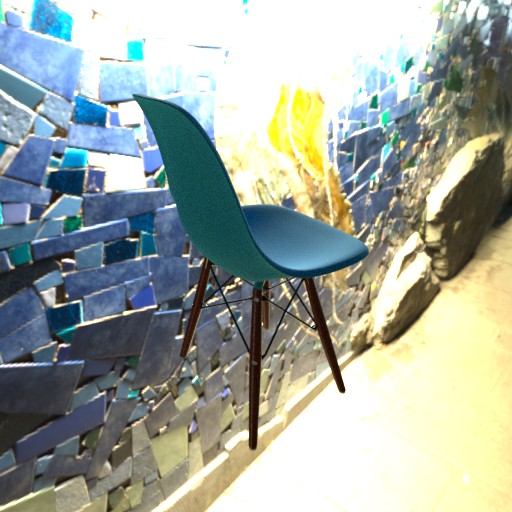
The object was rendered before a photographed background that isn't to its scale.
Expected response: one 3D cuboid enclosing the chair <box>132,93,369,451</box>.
[{"bbox_3d":[0.000,0.000,1.161,0.533,0.826,0.470,-17,31,-31],"label":"chair"}]
